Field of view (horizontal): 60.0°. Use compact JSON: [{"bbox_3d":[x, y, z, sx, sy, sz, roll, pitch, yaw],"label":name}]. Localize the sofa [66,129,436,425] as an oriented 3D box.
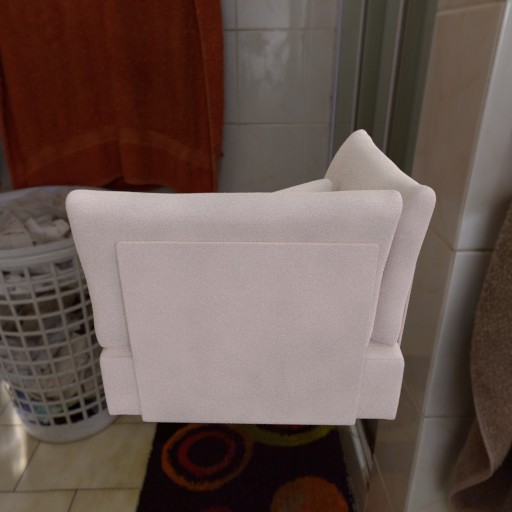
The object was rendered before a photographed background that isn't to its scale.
[{"bbox_3d":[0.000,0.000,1.740,1.000,0.820,1.000,1,26,1],"label":"sofa"}]
